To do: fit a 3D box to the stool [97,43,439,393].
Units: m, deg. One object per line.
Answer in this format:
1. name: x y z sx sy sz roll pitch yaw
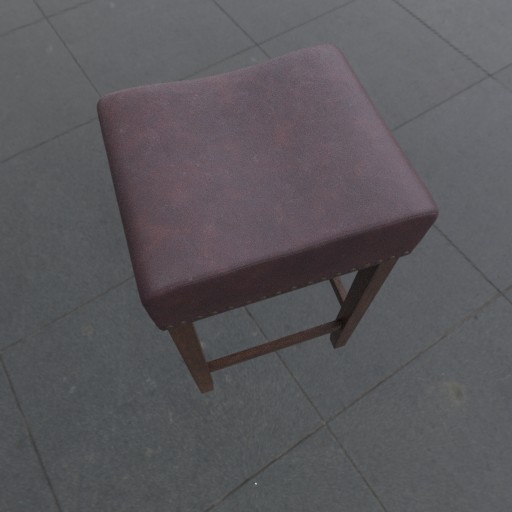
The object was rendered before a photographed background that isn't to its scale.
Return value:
1. stool: 0.000 0.000 1.041 0.465 0.769 0.401 -17 64 -8
